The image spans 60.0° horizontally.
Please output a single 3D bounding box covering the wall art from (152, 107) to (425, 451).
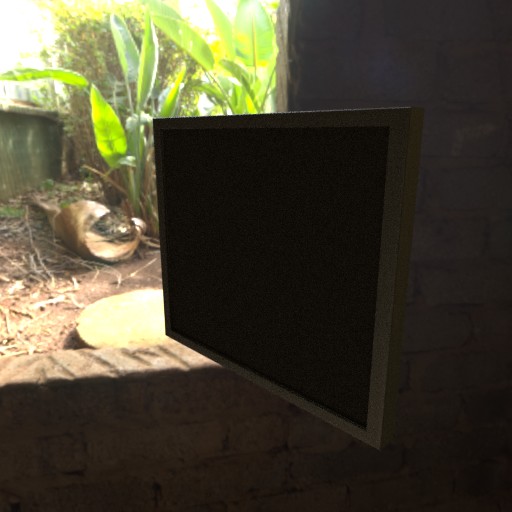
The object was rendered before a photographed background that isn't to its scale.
[{"bbox_3d":[0.000,0.000,0.542,0.380,0.330,0.028,15,21,43],"label":"wall art"}]
